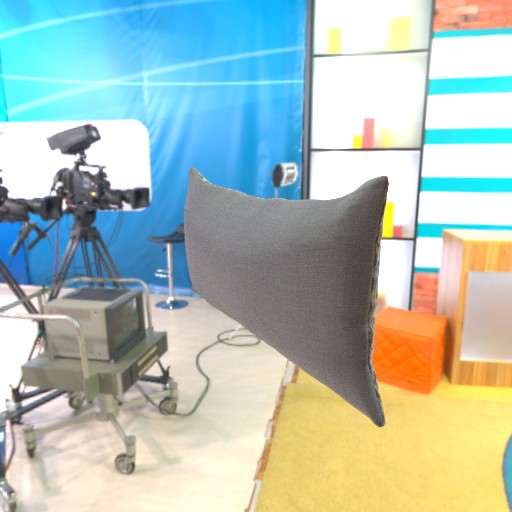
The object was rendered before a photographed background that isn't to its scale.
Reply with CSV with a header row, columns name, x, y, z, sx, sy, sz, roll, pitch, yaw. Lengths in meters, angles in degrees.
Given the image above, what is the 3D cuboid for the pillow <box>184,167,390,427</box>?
name,x,y,z,sx,sy,sz,roll,pitch,yaw
pillow,0.000,0.000,0.756,0.148,0.290,0.631,-6,14,-27
